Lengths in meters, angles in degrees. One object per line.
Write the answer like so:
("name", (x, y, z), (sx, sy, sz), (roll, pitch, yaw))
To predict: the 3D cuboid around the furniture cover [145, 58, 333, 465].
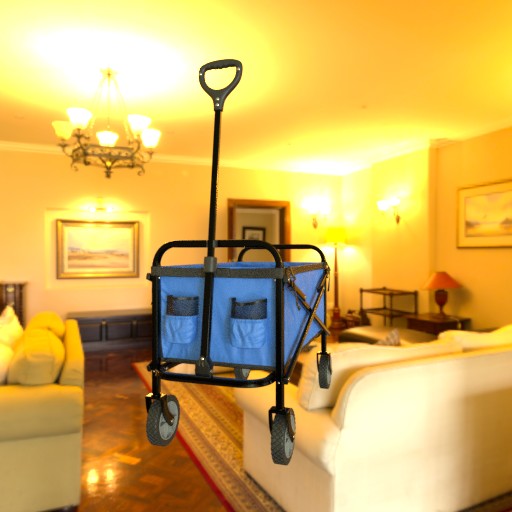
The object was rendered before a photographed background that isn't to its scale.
("furniture cover", (0.000, 0.000, 1.814), (0.532, 1.295, 1.038), (0, 0, 18))
